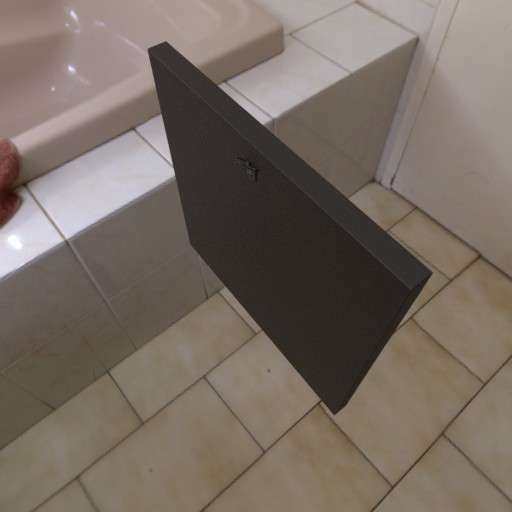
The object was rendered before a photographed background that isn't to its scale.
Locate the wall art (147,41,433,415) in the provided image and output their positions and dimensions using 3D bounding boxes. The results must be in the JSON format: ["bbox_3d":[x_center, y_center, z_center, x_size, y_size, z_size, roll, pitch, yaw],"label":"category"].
[{"bbox_3d":[0.000,0.000,0.519,0.038,0.349,0.349,-33,63,-19],"label":"wall art"}]
